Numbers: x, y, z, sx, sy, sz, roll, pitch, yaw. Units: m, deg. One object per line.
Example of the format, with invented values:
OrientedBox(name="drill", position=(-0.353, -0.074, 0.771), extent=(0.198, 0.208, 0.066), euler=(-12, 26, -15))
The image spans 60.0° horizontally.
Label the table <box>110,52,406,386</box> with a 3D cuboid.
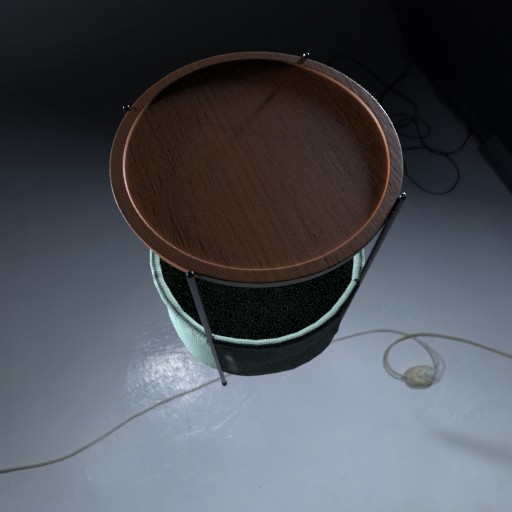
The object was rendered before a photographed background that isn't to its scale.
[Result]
OrientedBox(name="table", position=(0.000, 0.000, 0.862), extent=(0.400, 0.623, 0.400), euler=(-20, 65, -10))
